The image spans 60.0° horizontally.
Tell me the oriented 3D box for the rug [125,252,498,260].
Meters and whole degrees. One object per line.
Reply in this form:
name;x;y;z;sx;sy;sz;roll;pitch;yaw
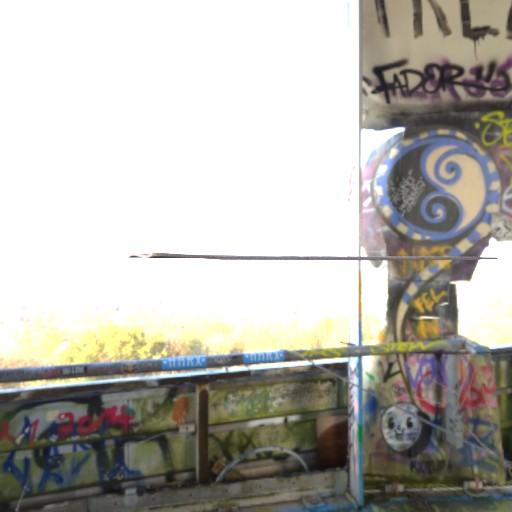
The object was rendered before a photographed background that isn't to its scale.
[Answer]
rug;0.000;0.000;2.256;1.230;0.025;1.837;0;0;-19
